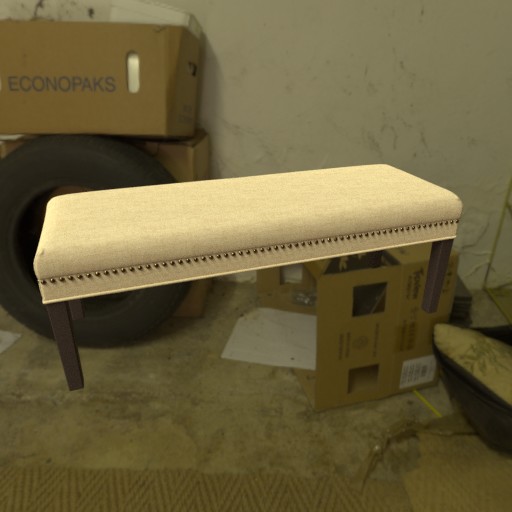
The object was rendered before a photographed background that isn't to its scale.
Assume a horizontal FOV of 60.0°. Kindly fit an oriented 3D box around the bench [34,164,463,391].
[{"bbox_3d":[0.000,0.000,1.437,1.219,0.457,0.410,-9,28,-17],"label":"bench"}]
